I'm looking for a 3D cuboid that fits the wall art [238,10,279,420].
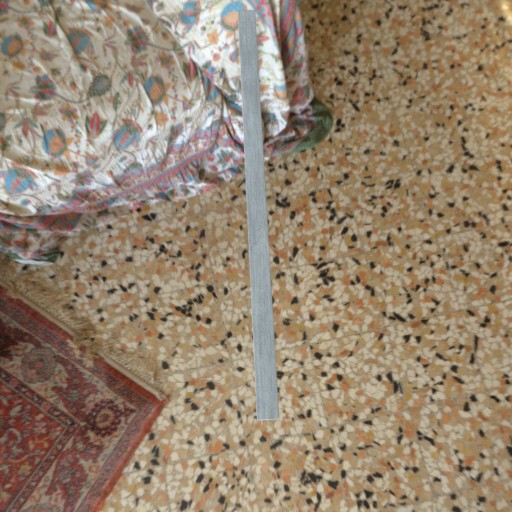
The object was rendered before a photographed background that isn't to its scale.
[{"bbox_3d":[0.000,0.000,0.771,0.022,0.582,0.479,-3,75,-1],"label":"wall art"}]
